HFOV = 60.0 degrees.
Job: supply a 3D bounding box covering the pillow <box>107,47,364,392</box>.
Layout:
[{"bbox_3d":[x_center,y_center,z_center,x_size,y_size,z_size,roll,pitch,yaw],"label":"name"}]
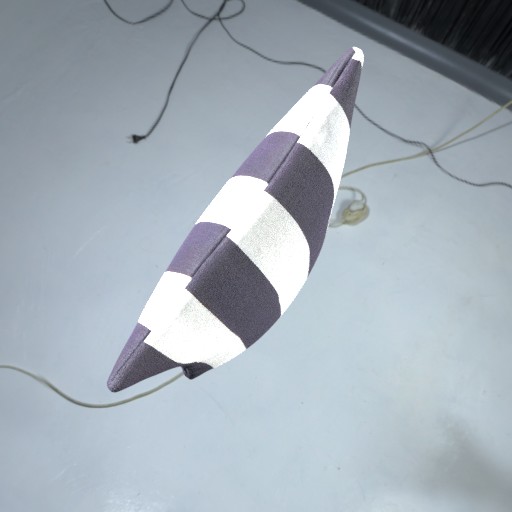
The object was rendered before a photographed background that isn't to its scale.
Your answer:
[{"bbox_3d":[0.000,0.000,0.777,0.189,0.526,0.536,32,77,8],"label":"pillow"}]
